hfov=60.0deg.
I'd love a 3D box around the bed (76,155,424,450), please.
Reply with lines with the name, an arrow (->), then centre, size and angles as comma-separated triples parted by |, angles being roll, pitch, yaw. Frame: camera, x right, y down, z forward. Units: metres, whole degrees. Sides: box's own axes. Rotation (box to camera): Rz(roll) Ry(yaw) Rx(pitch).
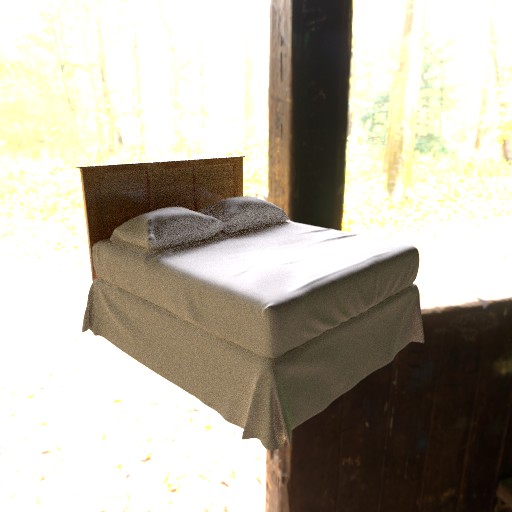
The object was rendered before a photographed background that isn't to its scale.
bed -> 0.000, 0.000, 3.239 | 2.035, 1.273, 1.870 | 15, 22, 42
